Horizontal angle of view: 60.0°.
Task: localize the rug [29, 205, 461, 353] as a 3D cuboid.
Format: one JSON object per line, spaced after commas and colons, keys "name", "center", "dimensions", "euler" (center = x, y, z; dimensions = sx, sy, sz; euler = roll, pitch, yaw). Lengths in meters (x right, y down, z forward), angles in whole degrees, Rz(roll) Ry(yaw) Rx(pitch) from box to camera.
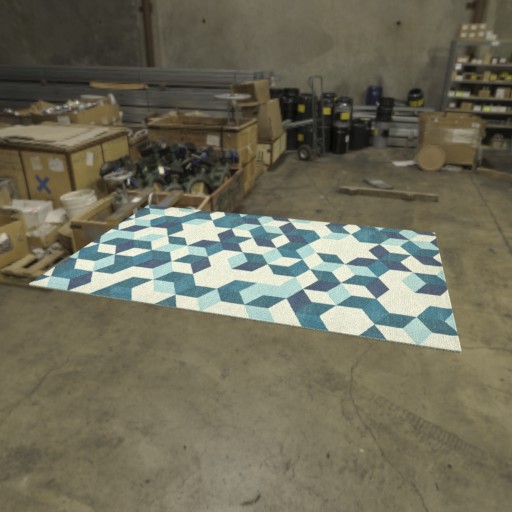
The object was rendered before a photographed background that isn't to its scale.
{"name": "rug", "center": [0.000, 0.000, 3.049], "dimensions": [2.438, 0.015, 1.518], "euler": [7, 26, 14]}
